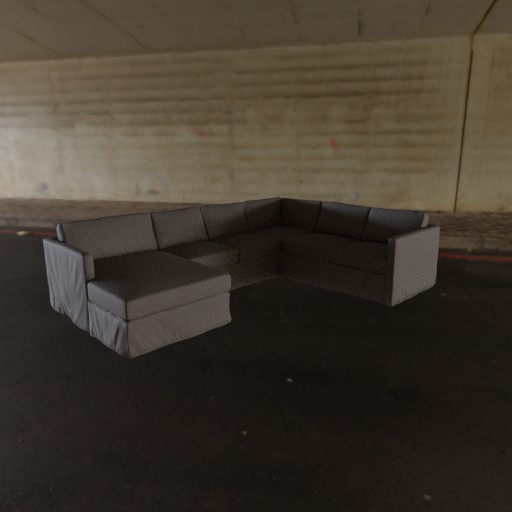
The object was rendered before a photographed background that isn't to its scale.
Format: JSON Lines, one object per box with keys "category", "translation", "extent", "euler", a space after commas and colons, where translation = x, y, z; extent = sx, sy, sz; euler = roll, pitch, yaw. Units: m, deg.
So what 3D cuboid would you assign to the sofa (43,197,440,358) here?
{"category": "sofa", "translation": [0.000, 0.000, 4.727], "extent": [3.528, 0.878, 2.476], "euler": [-14, 20, -43]}
